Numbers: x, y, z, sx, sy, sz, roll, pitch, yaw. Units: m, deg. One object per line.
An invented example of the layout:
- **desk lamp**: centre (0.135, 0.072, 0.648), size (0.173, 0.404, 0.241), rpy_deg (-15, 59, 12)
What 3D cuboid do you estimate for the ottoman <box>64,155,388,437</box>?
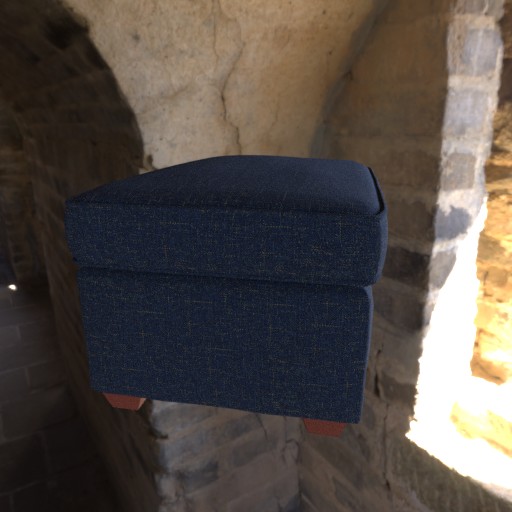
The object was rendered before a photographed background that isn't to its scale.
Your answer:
- **ottoman**: centre (0.000, 0.000, 1.072), size (0.549, 0.450, 0.749), rpy_deg (3, 17, 11)
